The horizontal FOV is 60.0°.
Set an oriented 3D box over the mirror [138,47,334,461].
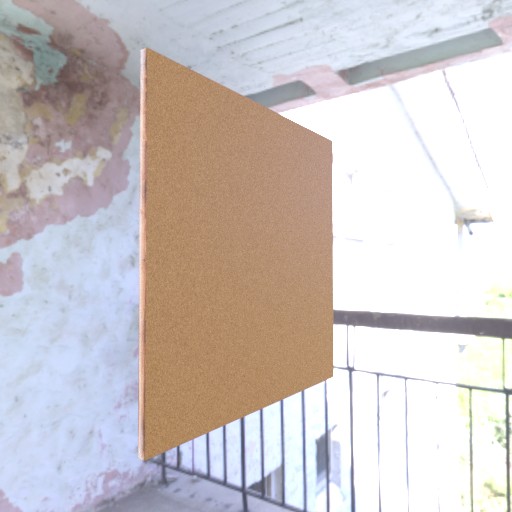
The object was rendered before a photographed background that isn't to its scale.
[{"bbox_3d":[0.000,0.000,1.203,0.061,0.804,0.804,-1,-2,36],"label":"mirror"}]
